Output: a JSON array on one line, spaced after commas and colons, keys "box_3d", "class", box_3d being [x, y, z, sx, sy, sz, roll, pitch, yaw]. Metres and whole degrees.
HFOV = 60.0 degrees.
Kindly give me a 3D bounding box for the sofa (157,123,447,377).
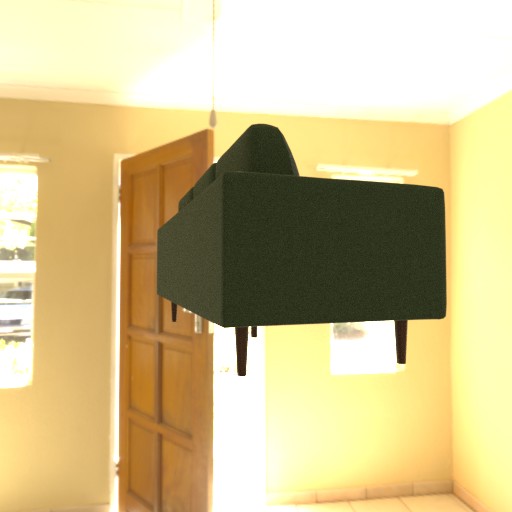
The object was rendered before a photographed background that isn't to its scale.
[{"box_3d": [0.000, 0.000, 2.457, 0.879, 0.899, 2.029, 1, -2, -18], "class": "sofa"}]
